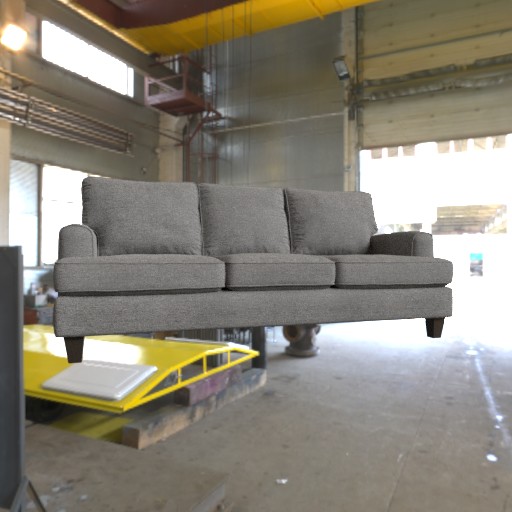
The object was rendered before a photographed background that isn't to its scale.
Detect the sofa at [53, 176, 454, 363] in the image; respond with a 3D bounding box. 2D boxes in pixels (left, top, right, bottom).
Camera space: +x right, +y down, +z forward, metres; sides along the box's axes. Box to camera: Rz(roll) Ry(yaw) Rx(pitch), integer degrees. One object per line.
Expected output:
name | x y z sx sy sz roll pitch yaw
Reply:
sofa | 0.000 0.000 2.679 2.158 0.965 0.951 0 0 -18
